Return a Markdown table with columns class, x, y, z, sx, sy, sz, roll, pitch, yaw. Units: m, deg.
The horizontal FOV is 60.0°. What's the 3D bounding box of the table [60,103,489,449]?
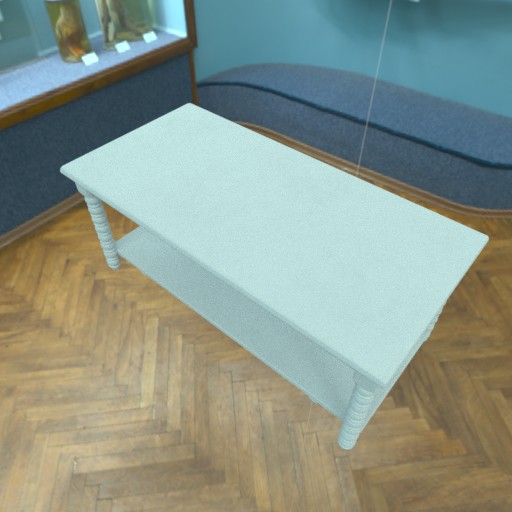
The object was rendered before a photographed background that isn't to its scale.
| class | x | y | z | sx | sy | sz | roll | pitch | yaw |
| --- | --- | --- | --- | --- | --- | --- | --- | --- | --- |
| table | 0.000 | 0.000 | 1.477 | 1.171 | 0.487 | 0.580 | 31 | 54 | 27 |
